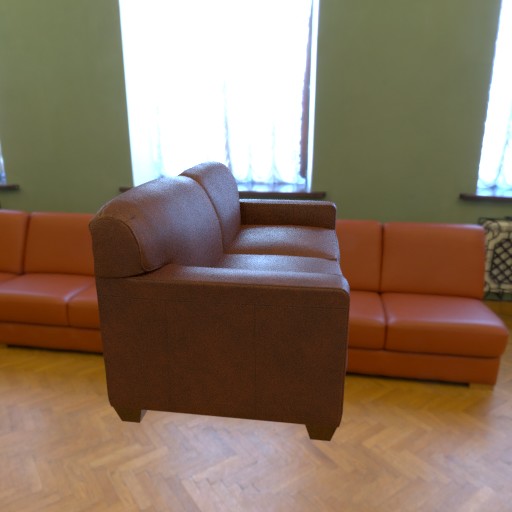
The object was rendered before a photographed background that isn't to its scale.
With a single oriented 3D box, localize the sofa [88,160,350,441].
[{"bbox_3d":[0.000,0.000,2.513,1.000,0.966,1.856,2,17,8],"label":"sofa"}]
